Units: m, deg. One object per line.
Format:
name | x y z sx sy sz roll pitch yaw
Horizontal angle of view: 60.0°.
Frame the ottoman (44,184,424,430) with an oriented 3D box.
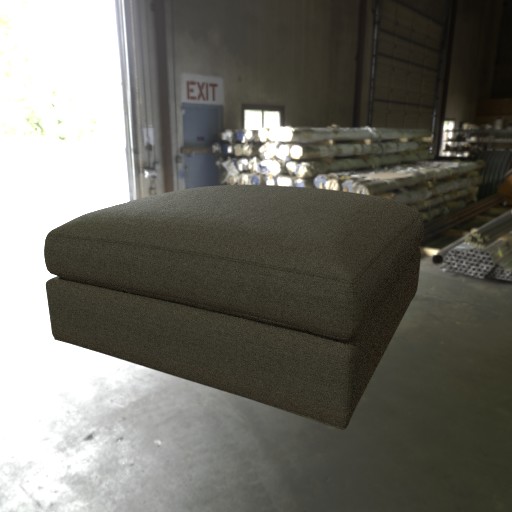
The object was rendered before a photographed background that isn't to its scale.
ottoman | 0.000 0.000 1.628 1.041 0.470 1.041 8 18 27
